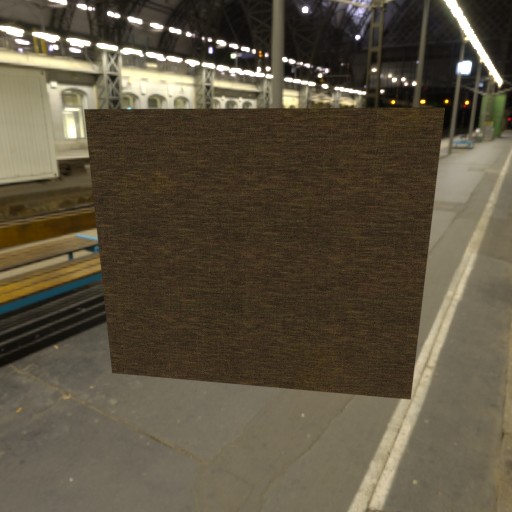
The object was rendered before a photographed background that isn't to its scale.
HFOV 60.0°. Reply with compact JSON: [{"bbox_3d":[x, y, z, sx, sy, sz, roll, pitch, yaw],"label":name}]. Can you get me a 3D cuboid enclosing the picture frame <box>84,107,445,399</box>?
[{"bbox_3d":[0.000,0.000,0.524,0.378,0.330,0.033,3,17,8],"label":"picture frame"}]
